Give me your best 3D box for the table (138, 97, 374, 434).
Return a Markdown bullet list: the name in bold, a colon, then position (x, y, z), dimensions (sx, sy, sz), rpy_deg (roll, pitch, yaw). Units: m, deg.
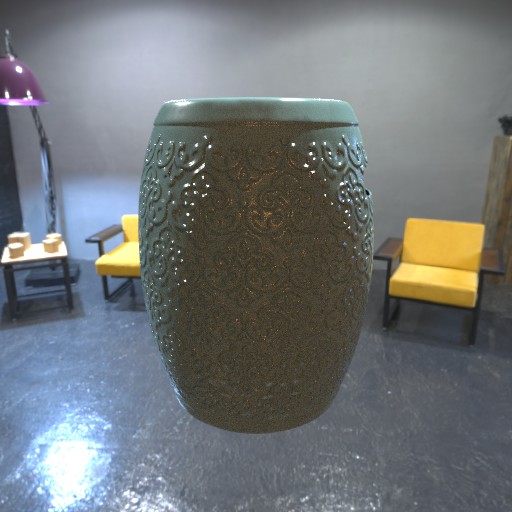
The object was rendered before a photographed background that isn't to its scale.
- **table**: position (0.000, 0.000, 0.606), dimensions (0.309, 0.397, 0.309), rpy_deg (0, 16, 0)
